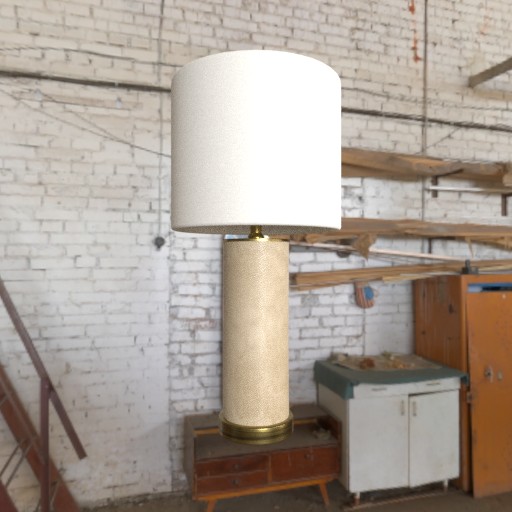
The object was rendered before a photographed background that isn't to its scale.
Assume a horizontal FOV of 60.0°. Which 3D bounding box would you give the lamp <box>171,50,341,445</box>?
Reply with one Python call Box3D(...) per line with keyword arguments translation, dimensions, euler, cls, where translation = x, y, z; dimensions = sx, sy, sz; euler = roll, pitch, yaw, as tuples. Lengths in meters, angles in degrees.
Box3D(translation=(0.000, 0.000, 0.810), dimensions=(0.305, 0.634, 0.305), euler=(0, 0, 18), cls="lamp")
